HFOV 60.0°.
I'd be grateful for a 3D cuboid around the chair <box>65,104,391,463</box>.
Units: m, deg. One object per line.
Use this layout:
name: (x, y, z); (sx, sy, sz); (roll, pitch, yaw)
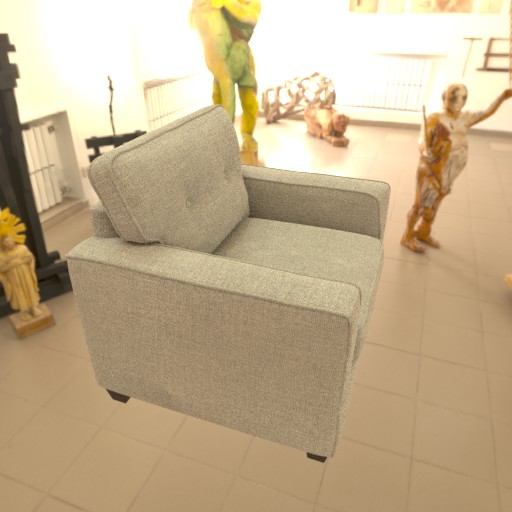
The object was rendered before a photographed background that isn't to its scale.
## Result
chair: (0.000, 0.000, 1.726); (0.939, 0.965, 1.015); (11, 32, 17)
